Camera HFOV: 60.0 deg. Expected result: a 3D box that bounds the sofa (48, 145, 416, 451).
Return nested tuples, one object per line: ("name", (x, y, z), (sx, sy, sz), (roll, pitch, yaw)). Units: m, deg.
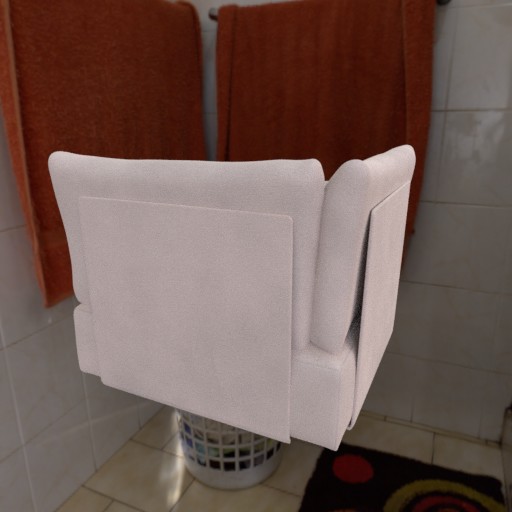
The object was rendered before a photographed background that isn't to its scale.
("sofa", (0.000, 0.000, 1.710), (1.000, 0.820, 1.000), (8, 18, 24))
